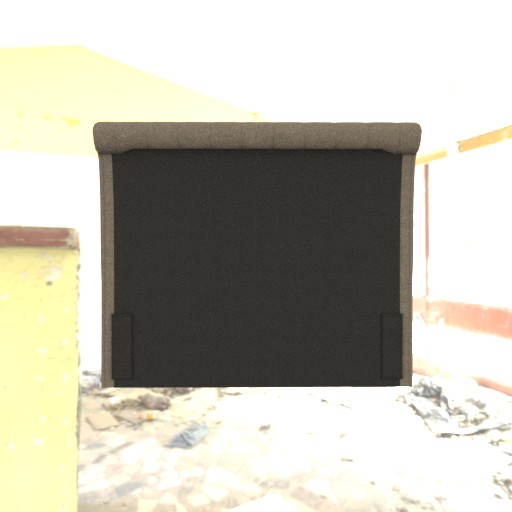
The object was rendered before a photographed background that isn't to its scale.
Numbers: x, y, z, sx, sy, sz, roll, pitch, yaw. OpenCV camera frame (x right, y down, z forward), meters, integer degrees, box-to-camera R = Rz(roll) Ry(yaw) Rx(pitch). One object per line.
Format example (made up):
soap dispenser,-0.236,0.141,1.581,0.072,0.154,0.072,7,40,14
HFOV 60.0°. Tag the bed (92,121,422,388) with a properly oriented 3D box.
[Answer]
bed,0.000,0.000,3.325,1.645,1.371,2.252,0,0,0
